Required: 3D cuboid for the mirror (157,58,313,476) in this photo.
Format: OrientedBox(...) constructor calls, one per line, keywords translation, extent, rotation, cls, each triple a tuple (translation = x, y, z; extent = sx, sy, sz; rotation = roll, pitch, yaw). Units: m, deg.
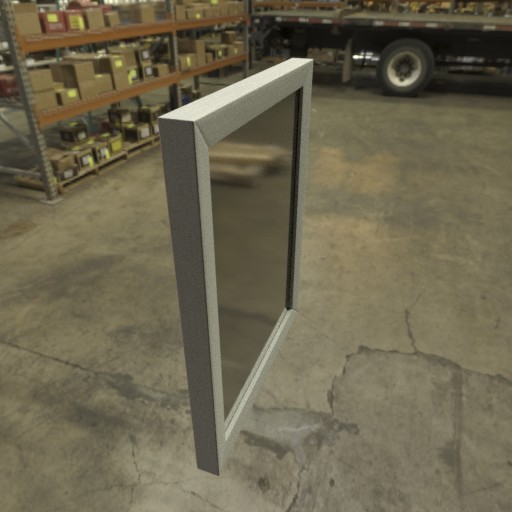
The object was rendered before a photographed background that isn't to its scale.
OrientedBox(translation=(0.000, 0.000, 0.677), extent=(0.041, 0.508, 0.405), rotation=(11, 33, 18), cls="mirror")
